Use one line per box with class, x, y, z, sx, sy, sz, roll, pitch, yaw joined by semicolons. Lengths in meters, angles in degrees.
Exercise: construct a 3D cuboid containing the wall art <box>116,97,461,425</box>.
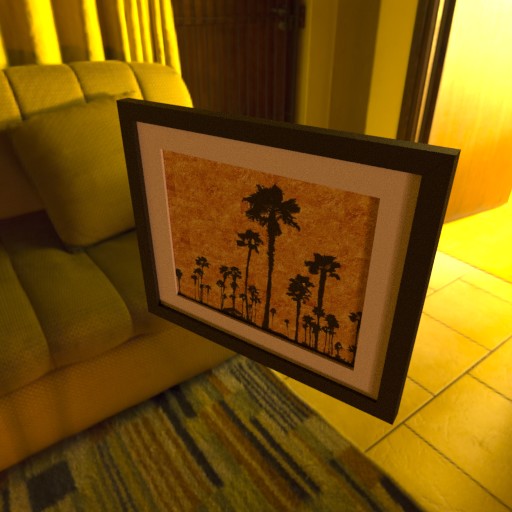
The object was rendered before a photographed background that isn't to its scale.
wall art;0.000;0.000;0.762;0.561;0.460;0.028;18;35;28
